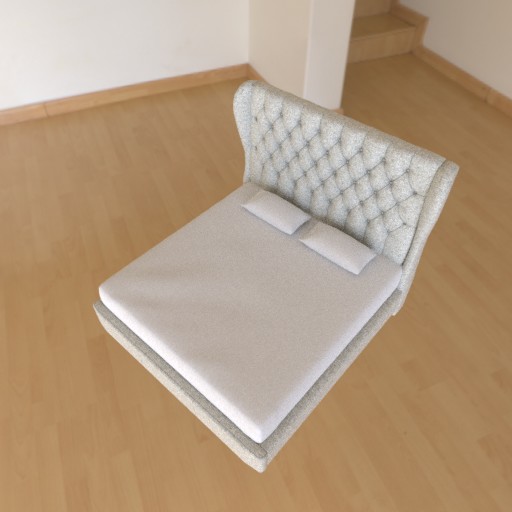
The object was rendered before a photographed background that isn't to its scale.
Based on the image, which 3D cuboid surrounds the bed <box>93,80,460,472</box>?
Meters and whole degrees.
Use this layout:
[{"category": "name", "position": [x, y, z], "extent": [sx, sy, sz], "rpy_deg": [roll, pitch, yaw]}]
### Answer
[{"category": "bed", "position": [0.000, 0.000, 3.921], "extent": [2.219, 1.771, 2.347], "rpy_deg": [33, 56, 27]}]
